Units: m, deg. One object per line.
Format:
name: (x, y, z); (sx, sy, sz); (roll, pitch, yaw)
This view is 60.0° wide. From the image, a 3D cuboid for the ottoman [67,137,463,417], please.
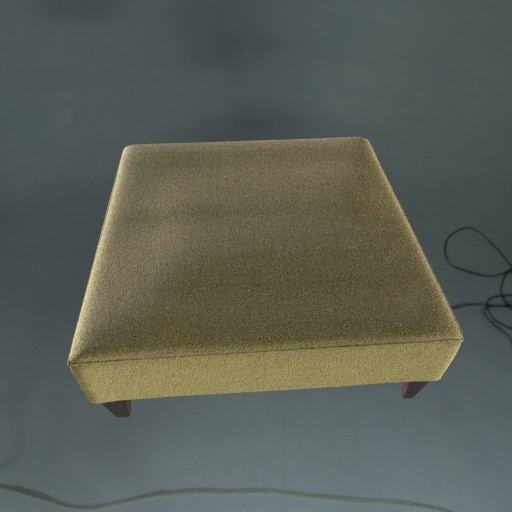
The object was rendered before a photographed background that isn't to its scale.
ottoman: (0.000, 0.000, 1.507); (0.970, 0.378, 0.981); (-3, 45, -3)
